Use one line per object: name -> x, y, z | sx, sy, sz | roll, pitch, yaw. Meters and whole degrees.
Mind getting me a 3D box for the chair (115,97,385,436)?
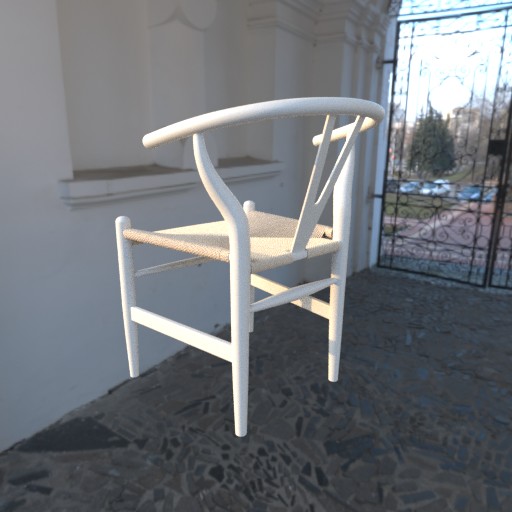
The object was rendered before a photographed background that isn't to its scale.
chair -> 0.000, 0.000, 1.137 | 0.569, 0.730, 0.579 | -13, 20, -41
